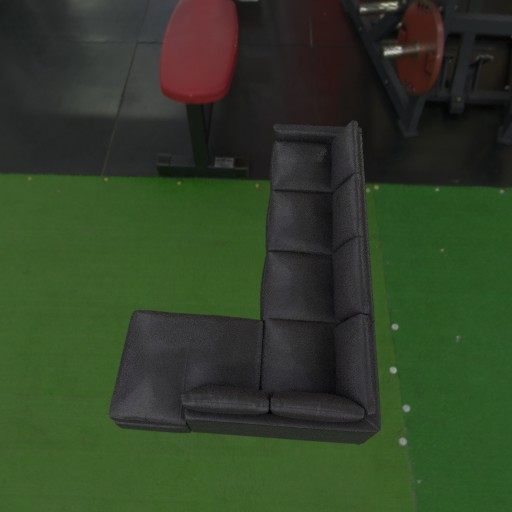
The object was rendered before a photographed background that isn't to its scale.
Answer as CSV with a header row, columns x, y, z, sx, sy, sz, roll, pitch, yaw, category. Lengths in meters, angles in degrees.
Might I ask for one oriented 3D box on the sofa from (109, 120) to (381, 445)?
x,y,z,sx,sy,sz,roll,pitch,yaw,category
0.000,0.000,3.973,1.938,0.877,2.984,4,59,2,sofa
